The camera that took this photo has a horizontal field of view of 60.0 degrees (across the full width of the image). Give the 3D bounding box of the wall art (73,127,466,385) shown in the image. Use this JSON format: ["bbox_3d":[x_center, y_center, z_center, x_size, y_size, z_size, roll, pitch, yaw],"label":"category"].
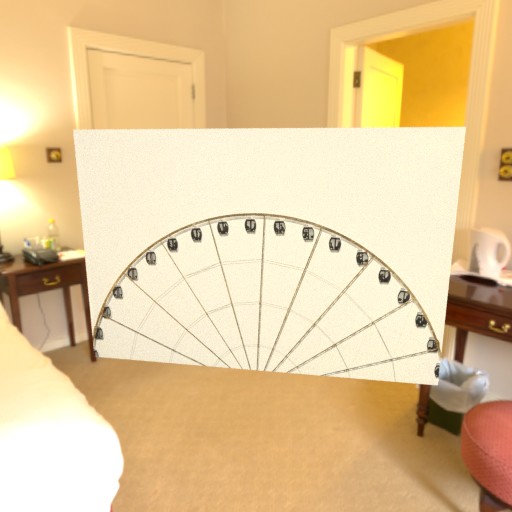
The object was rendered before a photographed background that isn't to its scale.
[{"bbox_3d":[0.000,0.000,1.386,1.144,0.767,0.038,2,14,10],"label":"wall art"}]
